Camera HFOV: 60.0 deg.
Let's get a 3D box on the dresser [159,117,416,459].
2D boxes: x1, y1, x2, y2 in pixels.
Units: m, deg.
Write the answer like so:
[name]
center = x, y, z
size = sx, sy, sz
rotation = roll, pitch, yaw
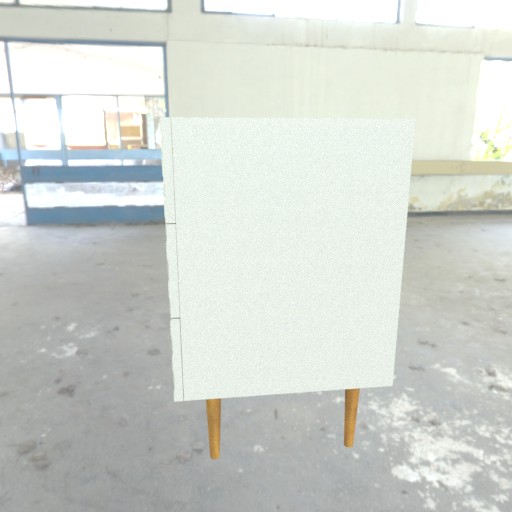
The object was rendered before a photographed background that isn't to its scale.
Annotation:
[dresser]
center = 0.000, 0.000, 1.286
size = 0.457, 0.721, 0.905
rotation = -2, 15, -7
